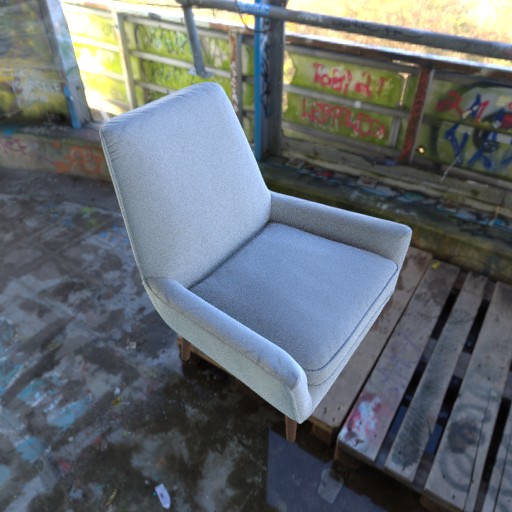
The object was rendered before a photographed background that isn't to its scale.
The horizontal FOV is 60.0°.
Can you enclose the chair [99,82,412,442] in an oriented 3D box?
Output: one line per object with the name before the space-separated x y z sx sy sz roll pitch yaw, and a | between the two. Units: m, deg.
chair | 0.000 0.000 1.472 0.822 0.888 0.787 25 46 26
